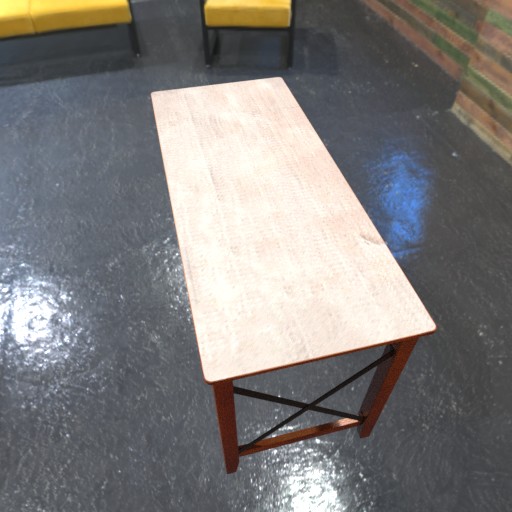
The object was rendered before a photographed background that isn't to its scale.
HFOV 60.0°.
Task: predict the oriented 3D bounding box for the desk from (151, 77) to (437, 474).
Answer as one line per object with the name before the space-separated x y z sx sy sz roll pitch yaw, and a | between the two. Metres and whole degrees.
desk | 0.000 0.000 1.743 0.574 0.756 1.353 -11 49 -9
